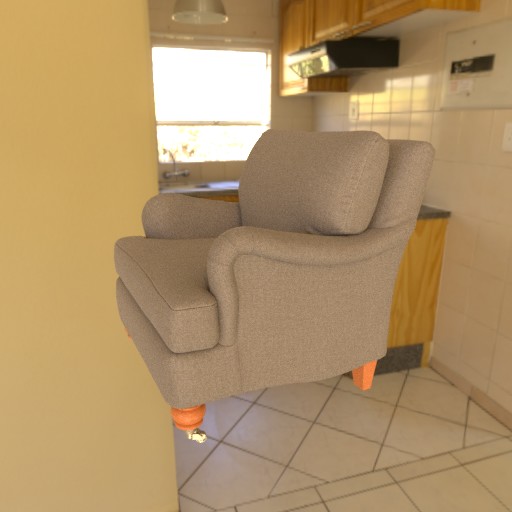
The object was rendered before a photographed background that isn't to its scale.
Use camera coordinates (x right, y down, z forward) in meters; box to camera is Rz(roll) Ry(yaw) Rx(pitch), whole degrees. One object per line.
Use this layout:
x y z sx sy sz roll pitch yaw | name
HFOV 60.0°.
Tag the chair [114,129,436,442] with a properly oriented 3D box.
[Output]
0.000 0.000 1.898 1.070 1.038 0.955 -8 18 -26 | chair
